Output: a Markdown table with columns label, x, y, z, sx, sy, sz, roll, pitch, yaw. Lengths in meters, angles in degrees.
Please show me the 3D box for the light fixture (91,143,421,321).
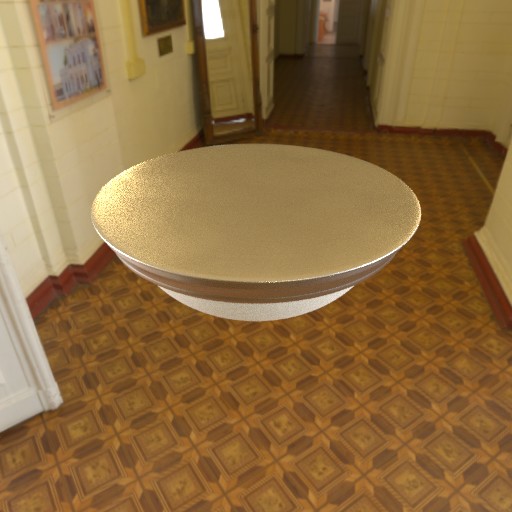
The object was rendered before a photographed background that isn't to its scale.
| label | x | y | z | sx | sy | sz | roll | pitch | yaw |
| --- | --- | --- | --- | --- | --- | --- | --- | --- | --- |
| light fixture | 0.000 | 0.000 | 0.428 | 0.280 | 0.135 | 0.280 | 0 | 31 | 0 |
